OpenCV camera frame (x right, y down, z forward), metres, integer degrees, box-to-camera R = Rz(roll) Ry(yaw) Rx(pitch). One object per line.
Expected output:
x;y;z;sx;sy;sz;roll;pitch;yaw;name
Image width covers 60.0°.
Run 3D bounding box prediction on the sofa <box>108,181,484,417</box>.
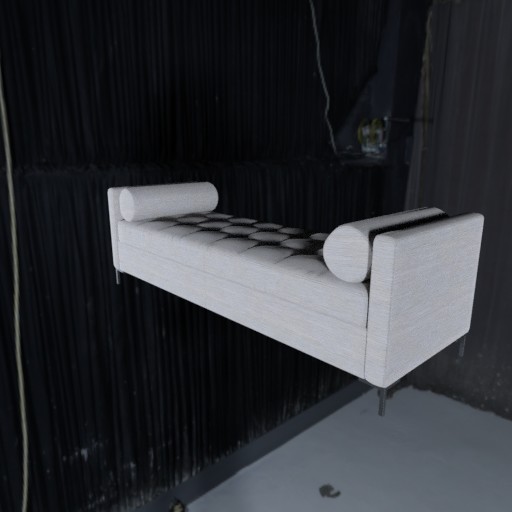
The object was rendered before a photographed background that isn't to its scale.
0.000;0.000;2.334;0.686;0.635;1.981;-13;20;-41;sofa
